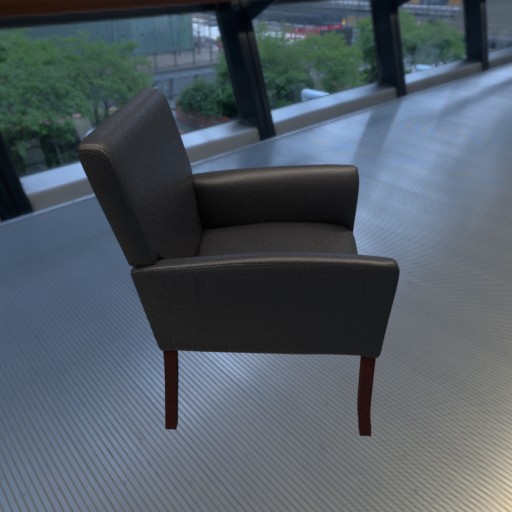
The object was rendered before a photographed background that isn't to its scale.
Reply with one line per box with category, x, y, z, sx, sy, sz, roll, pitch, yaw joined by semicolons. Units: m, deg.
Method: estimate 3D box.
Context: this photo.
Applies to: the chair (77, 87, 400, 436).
chair;0.000;0.000;1.469;0.772;0.951;0.683;1;32;2
